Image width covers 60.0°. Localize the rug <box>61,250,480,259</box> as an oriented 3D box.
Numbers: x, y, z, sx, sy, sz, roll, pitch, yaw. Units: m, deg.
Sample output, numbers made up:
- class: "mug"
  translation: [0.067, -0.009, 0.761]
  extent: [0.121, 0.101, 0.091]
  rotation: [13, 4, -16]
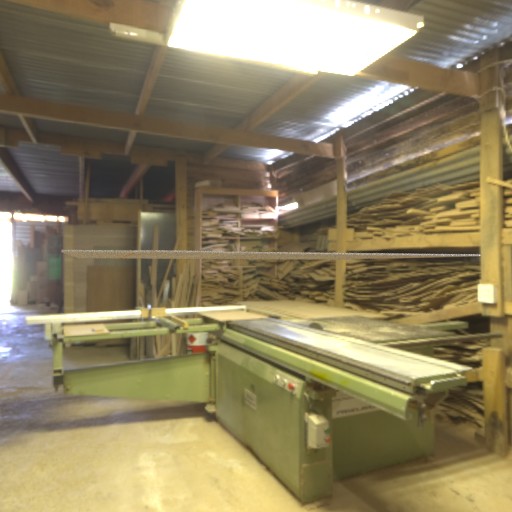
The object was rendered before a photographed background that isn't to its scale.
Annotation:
- class: "rug"
  translation: [0.000, 0.000, 2.375]
  extent: [1.825, 0.015, 1.232]
  rotation: [0, -1, -19]
